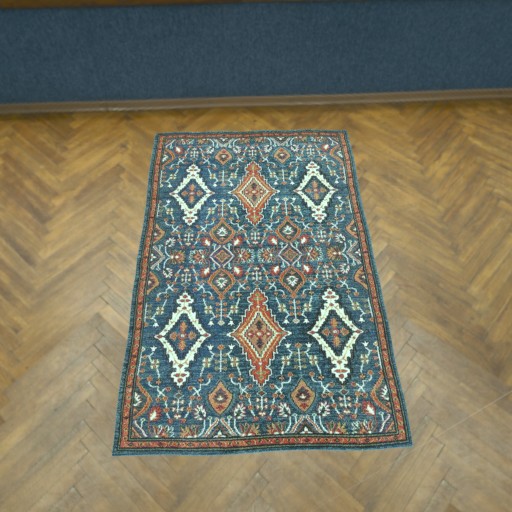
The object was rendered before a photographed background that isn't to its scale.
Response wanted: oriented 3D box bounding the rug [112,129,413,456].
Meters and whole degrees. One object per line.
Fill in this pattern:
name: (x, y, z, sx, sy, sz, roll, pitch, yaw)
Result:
rug: (0.000, 0.000, 2.237, 1.195, 0.014, 1.847, -1, 57, -1)
